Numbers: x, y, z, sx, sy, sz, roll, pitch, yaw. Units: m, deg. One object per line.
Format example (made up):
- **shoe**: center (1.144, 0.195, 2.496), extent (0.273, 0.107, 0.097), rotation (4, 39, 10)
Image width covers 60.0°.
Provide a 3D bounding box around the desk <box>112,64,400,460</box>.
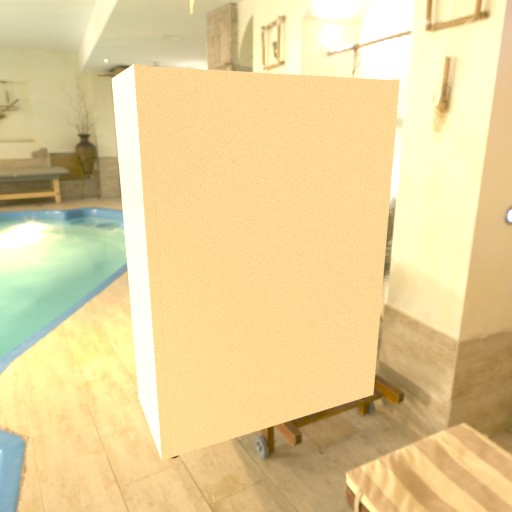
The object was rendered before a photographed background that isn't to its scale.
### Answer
- **desk**: center (0.000, 0.000, 1.600), extent (0.850, 1.190, 0.390), rotation (-7, 18, -24)
